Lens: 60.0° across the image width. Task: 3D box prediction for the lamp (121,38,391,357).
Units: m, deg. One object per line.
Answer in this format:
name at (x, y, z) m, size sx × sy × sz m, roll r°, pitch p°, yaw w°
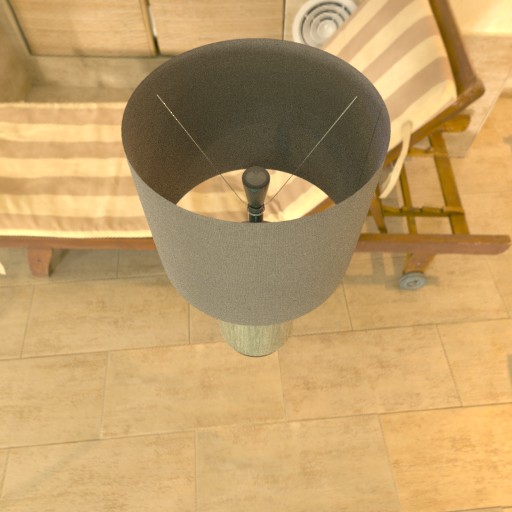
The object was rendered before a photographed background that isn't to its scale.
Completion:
lamp at (0.000, 0.000, 0.563) m, size 0.228 × 0.444 × 0.228 m, roll 1°, pitch 58°, yaw 0°
